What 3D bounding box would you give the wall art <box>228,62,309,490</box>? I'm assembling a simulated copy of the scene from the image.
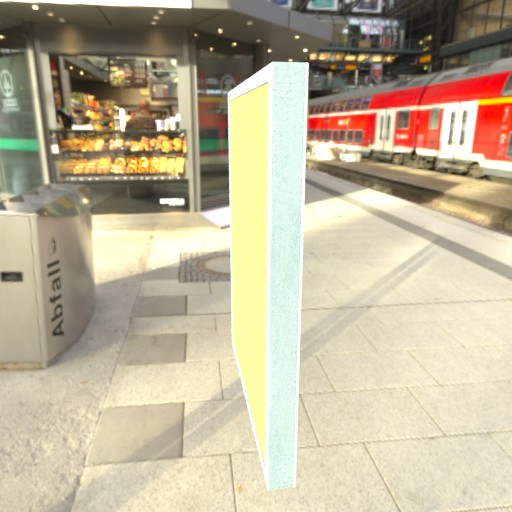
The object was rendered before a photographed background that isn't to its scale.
[{"bbox_3d":[0.000,0.000,0.694,0.037,0.509,0.409,-3,17,-9],"label":"wall art"}]
